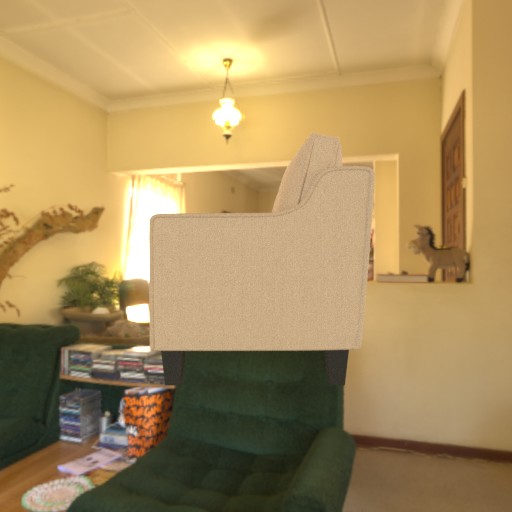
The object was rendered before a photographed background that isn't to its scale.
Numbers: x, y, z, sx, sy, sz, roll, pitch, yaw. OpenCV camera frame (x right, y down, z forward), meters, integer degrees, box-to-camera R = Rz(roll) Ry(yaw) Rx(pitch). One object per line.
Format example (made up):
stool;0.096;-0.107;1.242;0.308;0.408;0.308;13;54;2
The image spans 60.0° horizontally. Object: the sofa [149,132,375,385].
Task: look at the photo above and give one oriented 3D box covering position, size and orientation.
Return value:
sofa;0.000;0.000;2.528;0.791;0.902;2.131;0;-1;0
